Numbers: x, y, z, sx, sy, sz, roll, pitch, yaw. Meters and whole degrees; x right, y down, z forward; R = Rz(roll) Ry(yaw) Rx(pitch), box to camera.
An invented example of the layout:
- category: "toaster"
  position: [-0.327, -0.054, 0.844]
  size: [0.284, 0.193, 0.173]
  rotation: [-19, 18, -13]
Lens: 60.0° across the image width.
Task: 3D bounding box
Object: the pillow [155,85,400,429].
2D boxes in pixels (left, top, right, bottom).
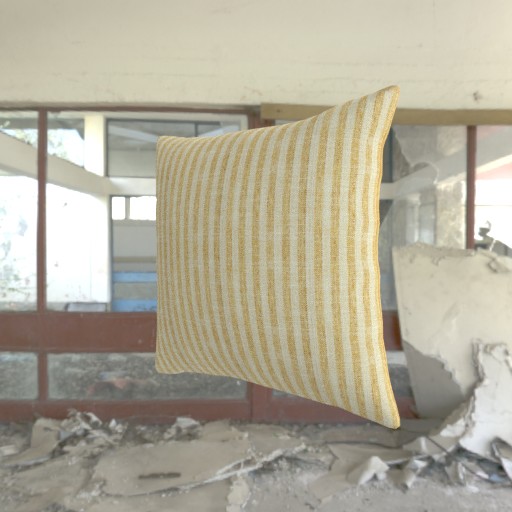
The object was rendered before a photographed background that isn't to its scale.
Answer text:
- category: "pillow"
  position: [0.000, 0.000, 0.645]
  size: [0.419, 0.407, 0.173]
  rotation: [0, 1, 35]
